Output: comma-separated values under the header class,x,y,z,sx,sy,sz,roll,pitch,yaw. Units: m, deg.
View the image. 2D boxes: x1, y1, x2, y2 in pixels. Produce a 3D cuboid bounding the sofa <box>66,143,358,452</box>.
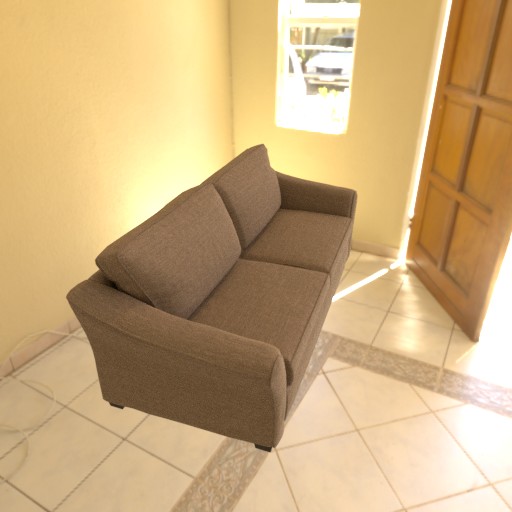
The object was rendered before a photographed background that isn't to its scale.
class,x,y,z,sx,sy,sz,roll,pitch,yaw
sofa,0.000,0.000,2.830,0.980,0.965,2.270,10,30,17
